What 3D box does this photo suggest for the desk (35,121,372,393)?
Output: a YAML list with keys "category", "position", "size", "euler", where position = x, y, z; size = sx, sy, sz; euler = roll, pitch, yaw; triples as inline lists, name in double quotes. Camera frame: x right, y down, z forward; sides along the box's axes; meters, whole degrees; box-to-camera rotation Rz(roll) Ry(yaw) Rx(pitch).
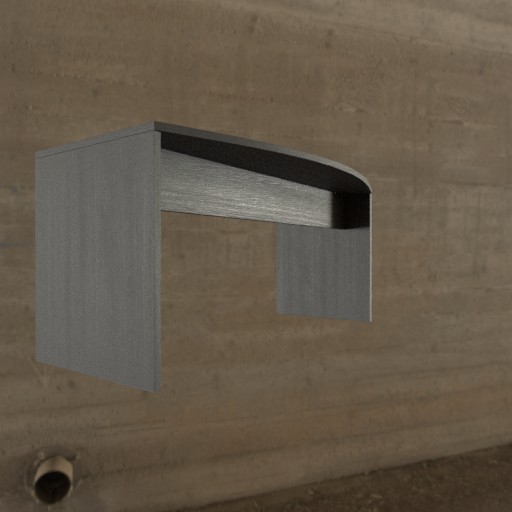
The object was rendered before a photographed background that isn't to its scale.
- category: "desk"
  position: [0.000, 0.000, 2.004]
  size: [0.802, 0.750, 1.600]
  euler: [0, 0, 36]
